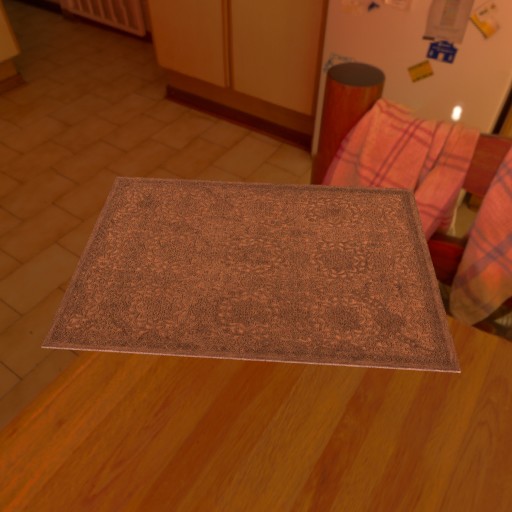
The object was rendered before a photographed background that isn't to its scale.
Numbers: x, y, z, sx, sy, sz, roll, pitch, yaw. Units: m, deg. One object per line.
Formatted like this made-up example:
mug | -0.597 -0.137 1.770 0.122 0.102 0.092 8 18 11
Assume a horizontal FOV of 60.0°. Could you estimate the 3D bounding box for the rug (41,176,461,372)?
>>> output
rug | 0.000 0.000 2.322 1.819 0.012 1.208 3 48 3
